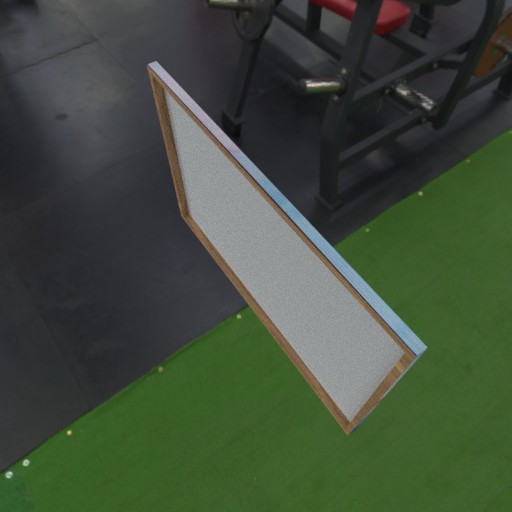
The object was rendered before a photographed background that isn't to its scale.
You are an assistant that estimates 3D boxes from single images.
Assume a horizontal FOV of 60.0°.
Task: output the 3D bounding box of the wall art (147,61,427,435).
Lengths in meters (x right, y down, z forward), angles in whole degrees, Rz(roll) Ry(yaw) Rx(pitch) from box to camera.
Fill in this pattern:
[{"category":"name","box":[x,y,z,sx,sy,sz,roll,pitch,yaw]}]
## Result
[{"category":"wall art","box":[0.000,0.000,1.435,0.034,0.756,1.137,-30,62,-18]}]
